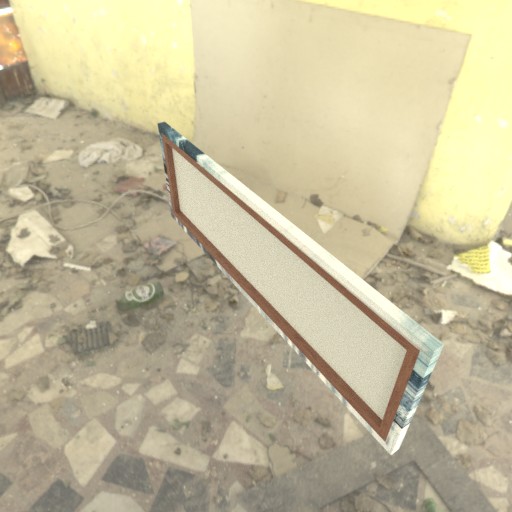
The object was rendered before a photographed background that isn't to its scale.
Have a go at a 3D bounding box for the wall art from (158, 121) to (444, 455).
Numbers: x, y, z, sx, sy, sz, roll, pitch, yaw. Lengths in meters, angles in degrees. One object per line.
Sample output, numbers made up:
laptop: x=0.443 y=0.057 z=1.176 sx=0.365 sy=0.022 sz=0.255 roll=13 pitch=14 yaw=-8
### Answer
wall art: x=0.000 y=0.000 z=1.677 sx=0.037 sy=0.509 sz=1.524 roll=-24 pitch=46 yaw=-25
